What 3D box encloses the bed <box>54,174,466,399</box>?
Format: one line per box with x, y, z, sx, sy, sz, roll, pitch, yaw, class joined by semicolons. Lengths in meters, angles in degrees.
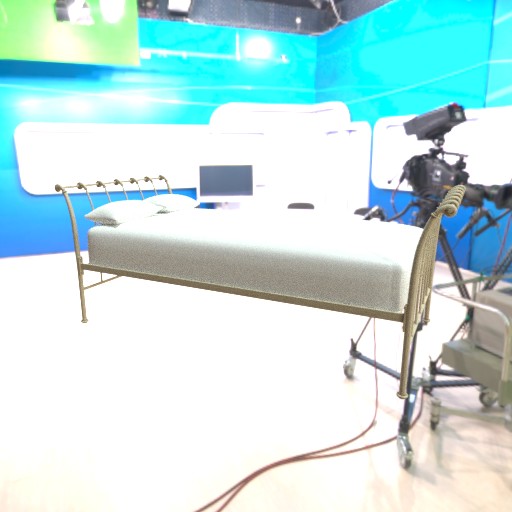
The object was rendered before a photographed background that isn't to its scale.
0.000;0.000;2.724;2.228;0.873;1.032;7;16;26;bed
